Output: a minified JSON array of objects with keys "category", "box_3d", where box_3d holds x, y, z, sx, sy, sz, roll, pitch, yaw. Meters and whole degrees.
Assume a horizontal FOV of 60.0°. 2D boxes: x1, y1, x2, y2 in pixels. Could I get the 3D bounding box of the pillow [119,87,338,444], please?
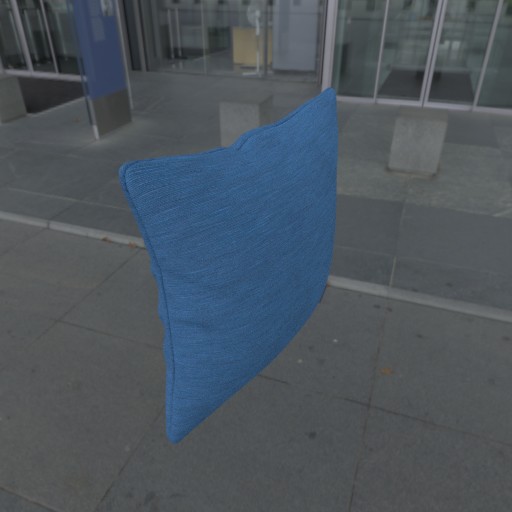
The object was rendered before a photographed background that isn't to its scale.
[{"category":"pillow","box_3d":[0.000,0.000,0.671,0.177,0.420,0.437,20,38,29]}]
